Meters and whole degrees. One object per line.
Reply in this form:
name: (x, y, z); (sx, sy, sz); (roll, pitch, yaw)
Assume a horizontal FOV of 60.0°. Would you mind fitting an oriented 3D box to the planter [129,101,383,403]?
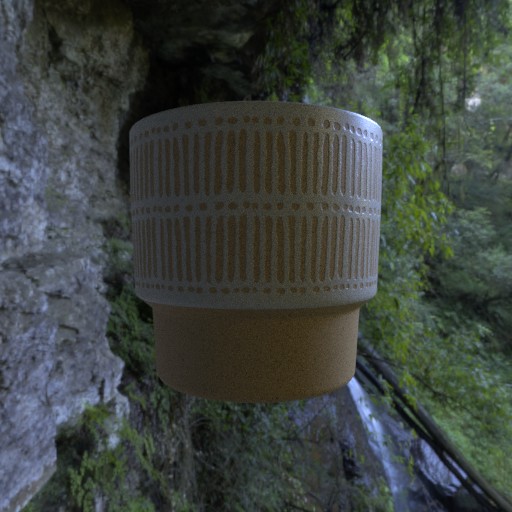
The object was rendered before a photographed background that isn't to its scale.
planter: (0.000, 0.000, 0.580); (0.317, 0.303, 0.317); (0, 1, 0)
